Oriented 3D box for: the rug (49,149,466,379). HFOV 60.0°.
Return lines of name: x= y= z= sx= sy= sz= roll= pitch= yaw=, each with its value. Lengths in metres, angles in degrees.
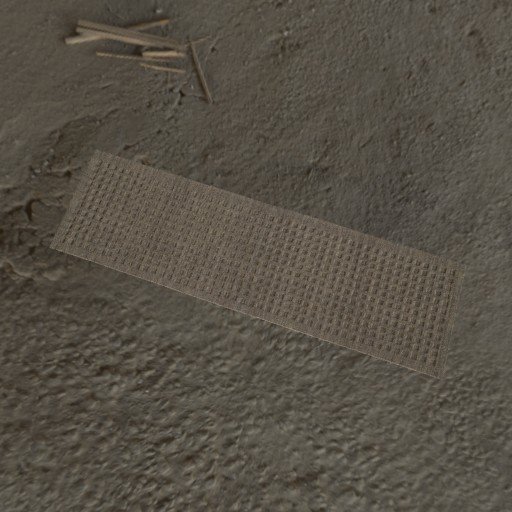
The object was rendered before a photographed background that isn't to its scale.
rug: x=0.000 y=0.000 z=2.691 sx=2.443 sy=0.009 sz=0.706 roll=18 pitch=75 yaw=5
